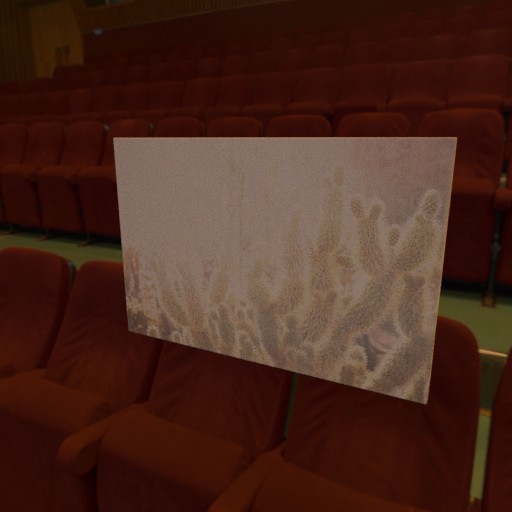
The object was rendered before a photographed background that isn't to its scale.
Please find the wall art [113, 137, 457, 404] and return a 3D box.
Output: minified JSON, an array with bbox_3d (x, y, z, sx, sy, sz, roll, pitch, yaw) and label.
[{"bbox_3d":[0.000,0.000,1.471,1.142,0.758,0.041,7,16,26],"label":"wall art"}]
